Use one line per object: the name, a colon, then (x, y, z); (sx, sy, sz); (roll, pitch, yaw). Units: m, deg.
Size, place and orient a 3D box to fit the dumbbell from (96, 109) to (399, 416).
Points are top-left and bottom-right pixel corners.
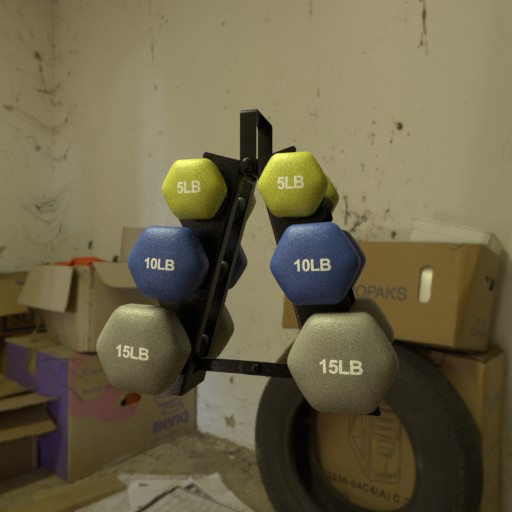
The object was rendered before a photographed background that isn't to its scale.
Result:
dumbbell: (0.000, 0.000, 0.686); (0.416, 0.426, 0.261); (0, 0, 17)
